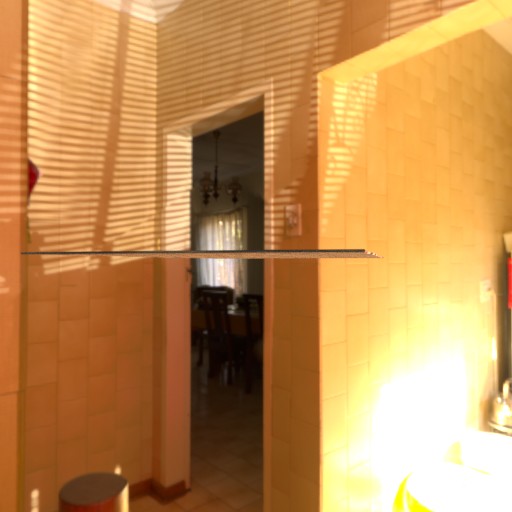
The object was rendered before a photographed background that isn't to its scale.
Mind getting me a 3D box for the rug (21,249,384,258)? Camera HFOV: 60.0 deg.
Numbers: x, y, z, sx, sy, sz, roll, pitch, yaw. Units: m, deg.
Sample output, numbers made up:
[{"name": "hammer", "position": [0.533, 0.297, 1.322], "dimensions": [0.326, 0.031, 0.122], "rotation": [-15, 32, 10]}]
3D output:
[{"name": "rug", "position": [0.000, 0.000, 2.293], "dimensions": [1.221, 0.009, 1.825], "rotation": [0, -1, 18]}]
